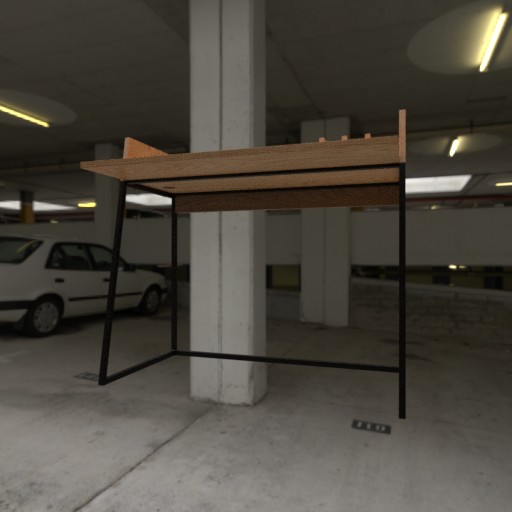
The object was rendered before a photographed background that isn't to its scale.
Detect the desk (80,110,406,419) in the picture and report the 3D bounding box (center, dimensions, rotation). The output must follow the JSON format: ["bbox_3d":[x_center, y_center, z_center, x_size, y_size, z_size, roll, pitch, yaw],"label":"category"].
[{"bbox_3d":[0.000,0.000,1.861,1.191,1.061,0.769,0,0,19],"label":"desk"}]
